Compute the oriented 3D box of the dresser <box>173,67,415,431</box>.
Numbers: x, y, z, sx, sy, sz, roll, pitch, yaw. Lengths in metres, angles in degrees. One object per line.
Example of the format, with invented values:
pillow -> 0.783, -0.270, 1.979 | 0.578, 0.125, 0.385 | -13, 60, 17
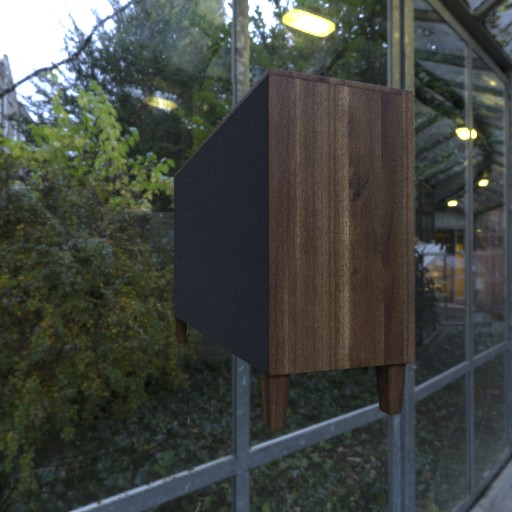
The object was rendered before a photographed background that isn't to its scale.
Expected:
dresser -> 0.000, 0.000, 1.799 | 0.438, 0.892, 1.387 | 0, -1, -20
